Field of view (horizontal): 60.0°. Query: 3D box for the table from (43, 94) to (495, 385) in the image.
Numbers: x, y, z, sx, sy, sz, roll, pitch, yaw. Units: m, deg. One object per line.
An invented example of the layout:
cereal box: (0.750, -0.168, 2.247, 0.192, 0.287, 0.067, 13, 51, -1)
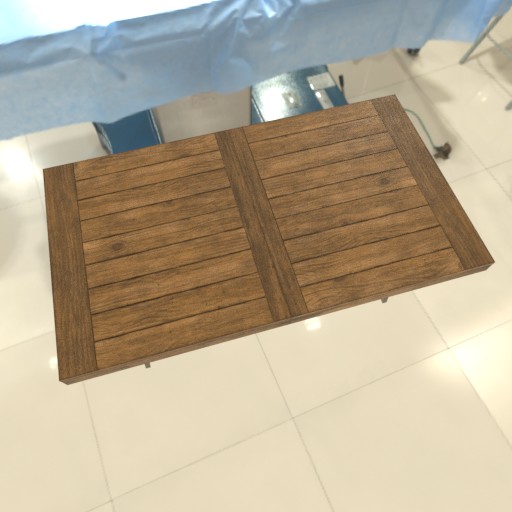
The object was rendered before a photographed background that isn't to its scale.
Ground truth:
table: (0.000, 0.000, 2.137, 1.641, 0.757, 0.931, -14, 63, -7)
